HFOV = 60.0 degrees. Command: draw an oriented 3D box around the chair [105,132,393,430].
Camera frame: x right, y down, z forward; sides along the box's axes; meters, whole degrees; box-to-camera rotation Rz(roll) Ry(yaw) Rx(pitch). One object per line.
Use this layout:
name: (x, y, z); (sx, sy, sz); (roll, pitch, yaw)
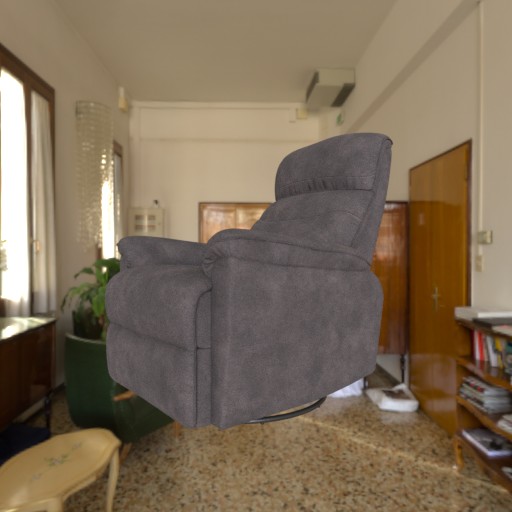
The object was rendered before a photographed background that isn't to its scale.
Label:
chair: (0.000, 0.000, 1.725); (1.009, 1.035, 0.830); (0, 1, -37)
